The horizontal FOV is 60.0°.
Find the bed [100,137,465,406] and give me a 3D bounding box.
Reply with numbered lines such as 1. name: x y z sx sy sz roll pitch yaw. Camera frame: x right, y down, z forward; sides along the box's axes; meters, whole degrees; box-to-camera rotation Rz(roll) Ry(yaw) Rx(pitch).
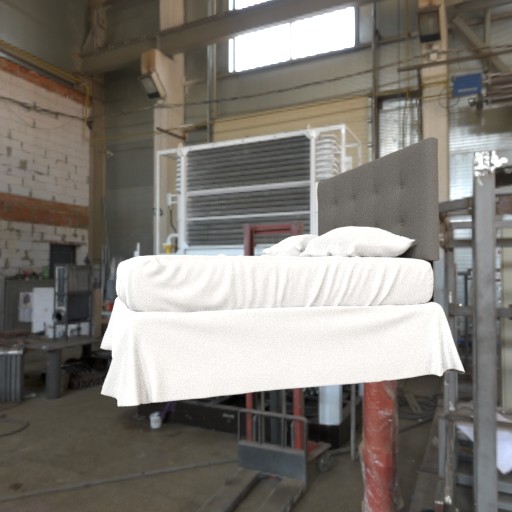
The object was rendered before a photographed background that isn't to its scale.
1. bed: 0.000 0.000 3.381 2.222 1.577 1.936 1 -2 -19
